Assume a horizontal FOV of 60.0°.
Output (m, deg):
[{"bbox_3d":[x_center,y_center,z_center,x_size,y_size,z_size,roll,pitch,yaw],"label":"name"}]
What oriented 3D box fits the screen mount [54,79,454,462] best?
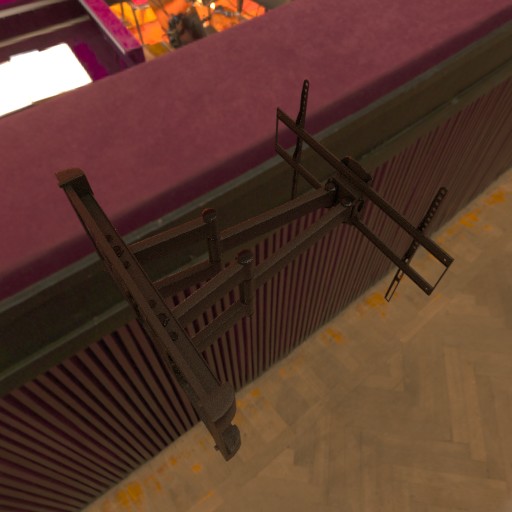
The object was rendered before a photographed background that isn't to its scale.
[{"bbox_3d":[0.000,0.000,1.111,0.644,0.491,0.661,-31,62,-19],"label":"screen mount"}]
